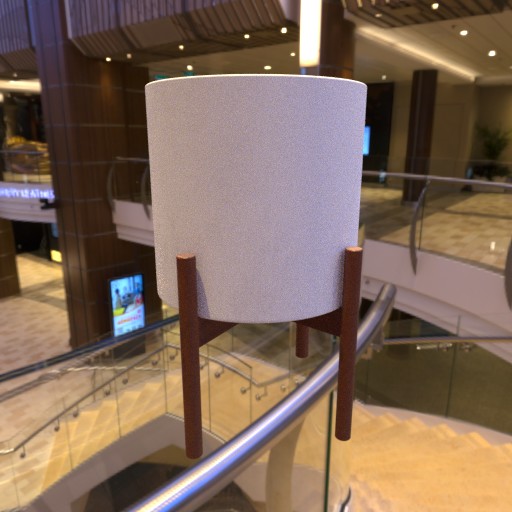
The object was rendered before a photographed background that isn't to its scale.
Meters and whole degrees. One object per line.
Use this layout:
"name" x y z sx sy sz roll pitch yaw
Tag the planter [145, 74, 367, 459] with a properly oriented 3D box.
"planter" 0.000 0.000 0.944 0.417 0.670 0.417 -2 15 -8
